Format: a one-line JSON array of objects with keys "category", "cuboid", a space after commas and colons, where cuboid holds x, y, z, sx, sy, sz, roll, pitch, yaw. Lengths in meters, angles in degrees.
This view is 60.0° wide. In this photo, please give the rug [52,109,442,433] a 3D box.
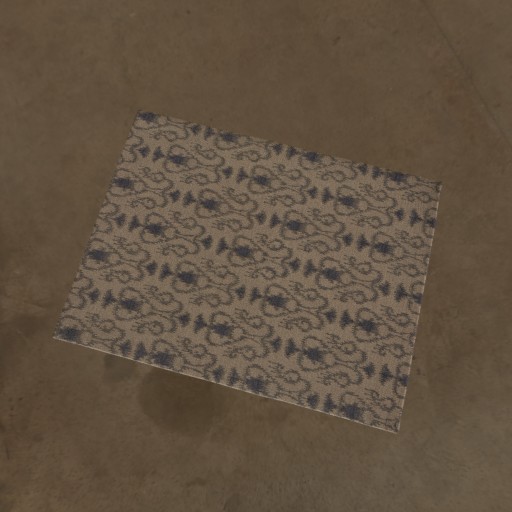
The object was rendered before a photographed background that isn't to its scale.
[{"category": "rug", "cuboid": [0.000, 0.000, 4.227, 3.205, 0.015, 2.437, 14, 76, 4]}]
